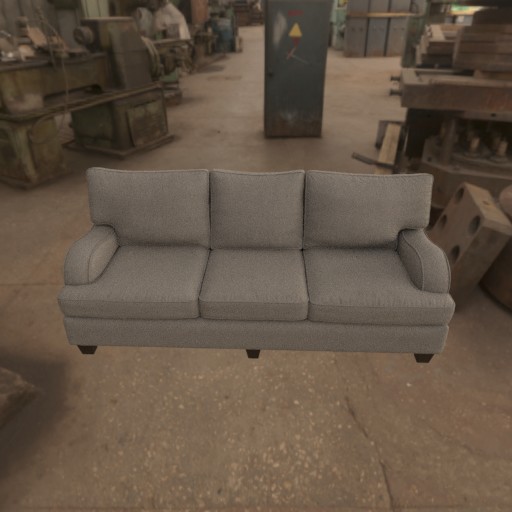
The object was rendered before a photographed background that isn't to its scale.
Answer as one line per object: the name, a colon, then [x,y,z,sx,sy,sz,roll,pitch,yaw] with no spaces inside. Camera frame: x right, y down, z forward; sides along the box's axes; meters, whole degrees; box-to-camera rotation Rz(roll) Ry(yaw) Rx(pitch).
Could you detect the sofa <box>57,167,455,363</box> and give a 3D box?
sofa: [0.000,0.000,2.930,2.323,0.991,1.016,1,31,2]
